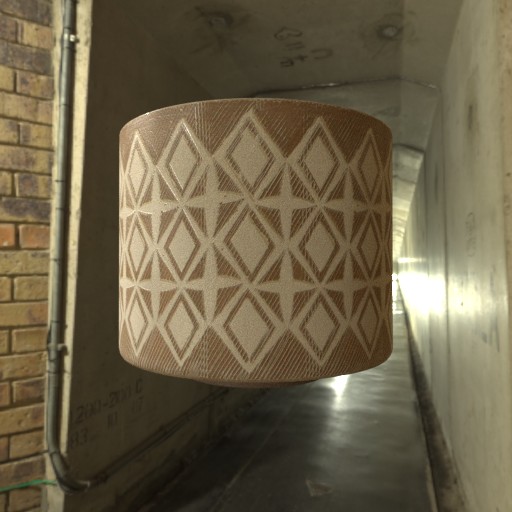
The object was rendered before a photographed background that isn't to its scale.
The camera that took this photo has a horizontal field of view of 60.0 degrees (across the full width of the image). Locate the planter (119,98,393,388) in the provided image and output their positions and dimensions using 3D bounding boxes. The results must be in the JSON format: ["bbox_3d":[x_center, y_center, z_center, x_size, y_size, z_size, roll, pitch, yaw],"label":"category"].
[{"bbox_3d":[0.000,0.000,0.327,0.193,0.165,0.193,0,0,0],"label":"planter"}]
